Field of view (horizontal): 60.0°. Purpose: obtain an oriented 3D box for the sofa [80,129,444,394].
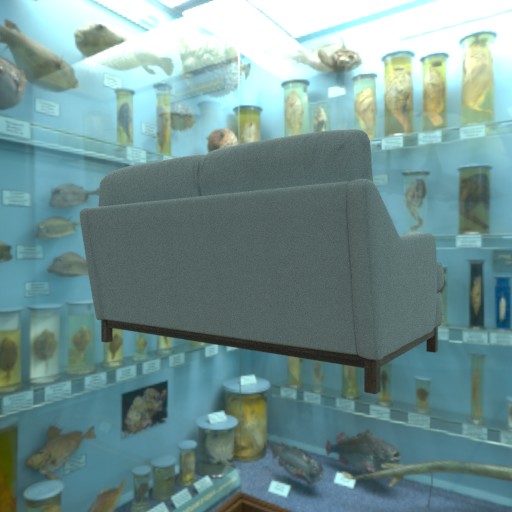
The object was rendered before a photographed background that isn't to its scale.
[{"bbox_3d":[0.000,0.000,2.229,1.589,0.921,0.987,0,0,36],"label":"sofa"}]
